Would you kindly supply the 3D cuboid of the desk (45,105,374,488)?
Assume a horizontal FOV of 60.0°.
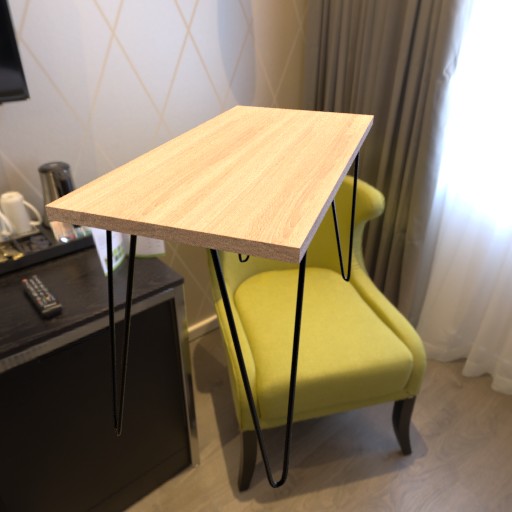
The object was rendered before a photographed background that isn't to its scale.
[{"bbox_3d":[0.000,0.000,1.339,0.499,0.660,0.991,10,31,17],"label":"desk"}]
